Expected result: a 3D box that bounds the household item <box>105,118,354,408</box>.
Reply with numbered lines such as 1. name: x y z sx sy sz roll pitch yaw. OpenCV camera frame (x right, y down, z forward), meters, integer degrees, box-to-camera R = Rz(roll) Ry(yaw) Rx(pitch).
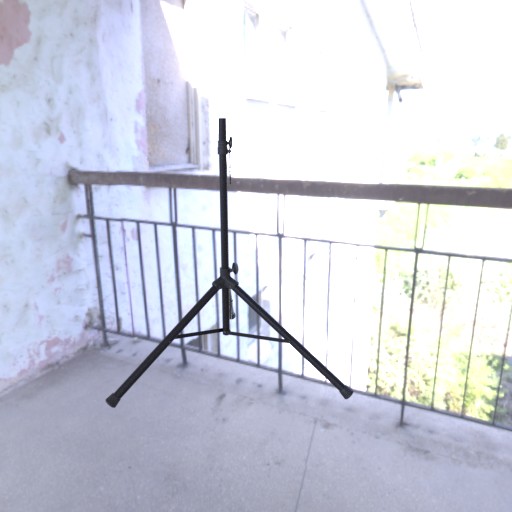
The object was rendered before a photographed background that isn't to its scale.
1. household item: 0.000 0.000 1.901 0.907 1.136 1.045 8 17 27
